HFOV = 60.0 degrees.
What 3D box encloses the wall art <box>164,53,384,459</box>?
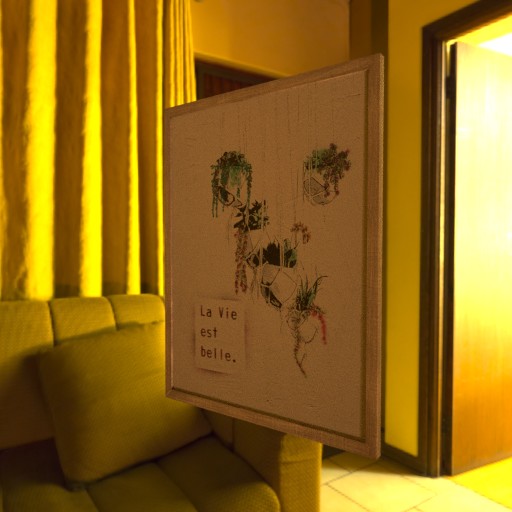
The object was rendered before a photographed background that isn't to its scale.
[{"bbox_3d":[0.000,0.000,1.354,0.781,1.022,0.035,1,2,36],"label":"wall art"}]
